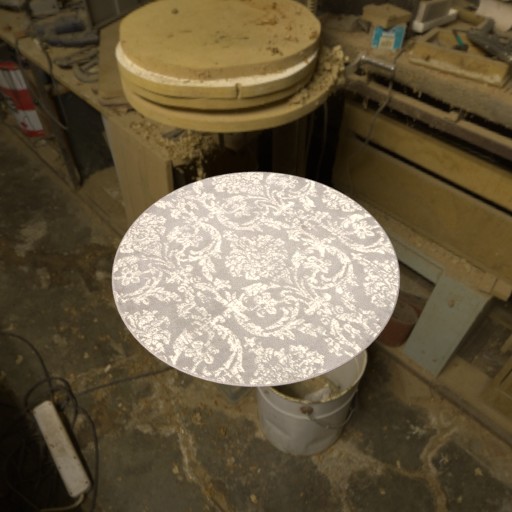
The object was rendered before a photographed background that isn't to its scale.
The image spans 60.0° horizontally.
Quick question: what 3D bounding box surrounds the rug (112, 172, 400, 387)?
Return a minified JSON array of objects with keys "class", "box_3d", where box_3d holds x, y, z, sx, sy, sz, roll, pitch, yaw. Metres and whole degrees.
[{"class":"rug","box_3d":[0.000,0.000,2.510,1.593,0.012,1.593,0,47,0]}]
